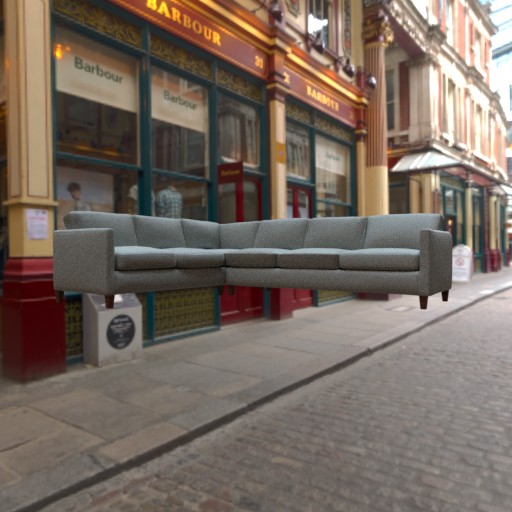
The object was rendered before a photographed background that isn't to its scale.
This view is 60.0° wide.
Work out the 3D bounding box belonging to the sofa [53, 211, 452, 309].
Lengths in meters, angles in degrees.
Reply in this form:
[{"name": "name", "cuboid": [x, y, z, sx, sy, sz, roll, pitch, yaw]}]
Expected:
[{"name": "sofa", "cuboid": [0.000, 0.000, 4.562, 3.301, 0.947, 2.592, 0, 0, 36]}]
